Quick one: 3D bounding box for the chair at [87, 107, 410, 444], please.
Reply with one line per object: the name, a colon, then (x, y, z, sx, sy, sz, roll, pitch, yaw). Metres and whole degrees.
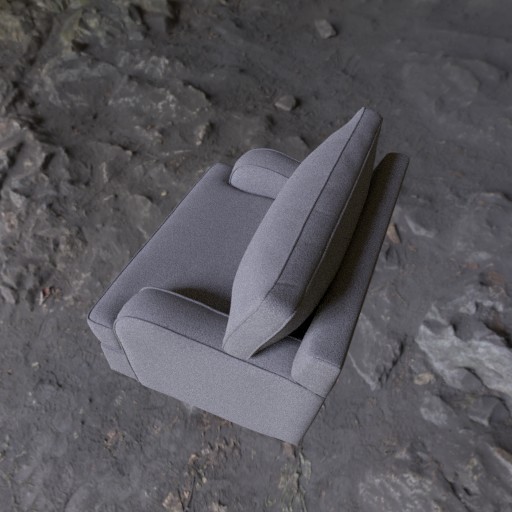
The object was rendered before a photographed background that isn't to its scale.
chair: (0.000, 0.000, 2.016, 1.040, 1.016, 1.220, 17, 49, 16)
